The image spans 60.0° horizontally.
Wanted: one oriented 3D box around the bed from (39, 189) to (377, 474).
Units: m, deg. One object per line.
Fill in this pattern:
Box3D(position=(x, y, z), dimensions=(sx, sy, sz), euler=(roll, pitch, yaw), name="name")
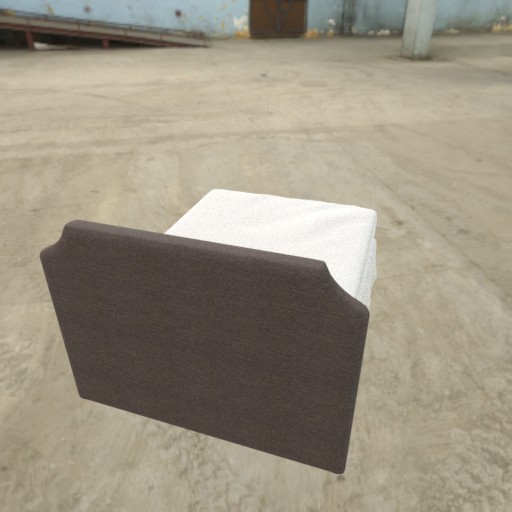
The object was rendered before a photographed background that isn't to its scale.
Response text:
Box3D(position=(0.000, 0.000, 3.136), dimensions=(1.693, 1.290, 2.116), euler=(10, 32, 16), name="bed")
